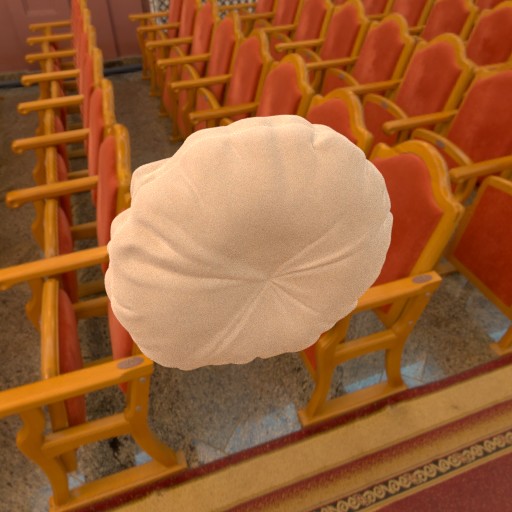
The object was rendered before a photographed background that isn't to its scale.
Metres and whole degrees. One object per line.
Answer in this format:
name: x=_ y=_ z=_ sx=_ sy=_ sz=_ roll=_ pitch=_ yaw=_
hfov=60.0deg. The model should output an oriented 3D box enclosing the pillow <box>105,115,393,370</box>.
pillow: x=0.000 y=0.000 z=0.644 sx=0.428 sy=0.407 sz=0.148 roll=-12 pitch=41 yaw=-15
